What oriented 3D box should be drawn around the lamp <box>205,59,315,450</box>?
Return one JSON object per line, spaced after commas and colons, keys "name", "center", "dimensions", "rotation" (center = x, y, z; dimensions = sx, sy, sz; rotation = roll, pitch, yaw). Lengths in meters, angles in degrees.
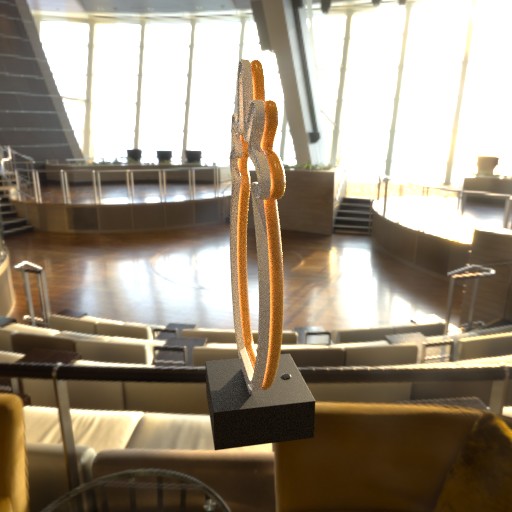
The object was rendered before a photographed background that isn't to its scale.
{"name": "lamp", "center": [0.000, 0.000, 0.386], "dimensions": [0.088, 0.317, 0.167], "rotation": [-3, 16, -10]}
